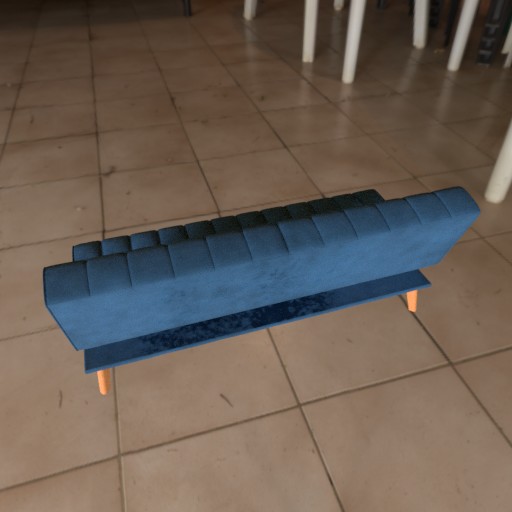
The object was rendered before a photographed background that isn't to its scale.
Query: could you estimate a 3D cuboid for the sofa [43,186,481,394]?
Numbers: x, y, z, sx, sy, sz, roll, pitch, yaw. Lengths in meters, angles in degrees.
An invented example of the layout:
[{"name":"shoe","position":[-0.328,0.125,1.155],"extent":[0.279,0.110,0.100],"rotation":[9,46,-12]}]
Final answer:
[{"name":"sofa","position":[0.000,0.000,2.277],"extent":[1.804,0.813,0.855],"rotation":[-12,42,-14]}]
